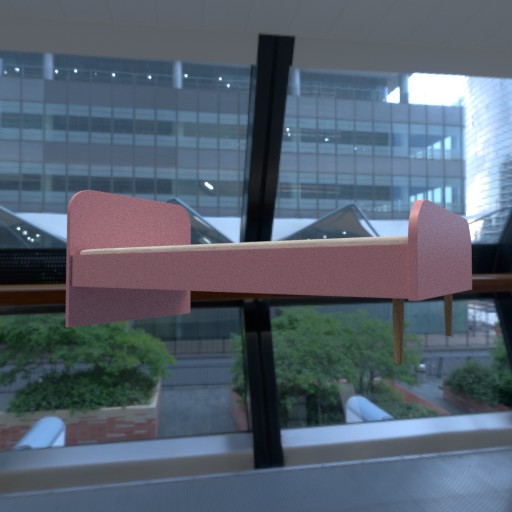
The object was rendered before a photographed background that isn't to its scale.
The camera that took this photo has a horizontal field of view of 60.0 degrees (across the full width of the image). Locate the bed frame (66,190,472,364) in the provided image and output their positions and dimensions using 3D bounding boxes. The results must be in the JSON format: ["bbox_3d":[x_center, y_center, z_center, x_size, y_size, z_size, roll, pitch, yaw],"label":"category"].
[{"bbox_3d":[0.000,0.000,2.396,1.963,0.805,0.998,-1,-2,35],"label":"bed frame"}]
